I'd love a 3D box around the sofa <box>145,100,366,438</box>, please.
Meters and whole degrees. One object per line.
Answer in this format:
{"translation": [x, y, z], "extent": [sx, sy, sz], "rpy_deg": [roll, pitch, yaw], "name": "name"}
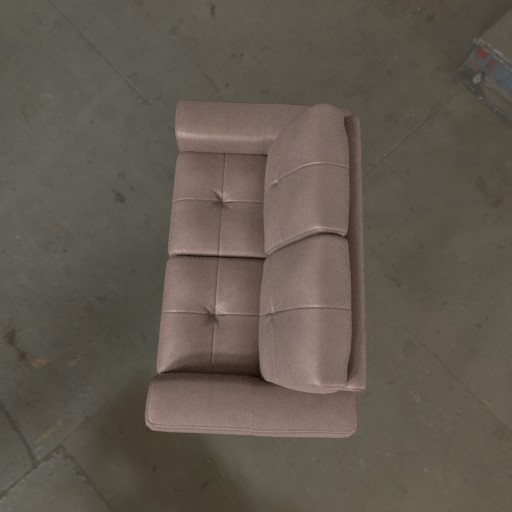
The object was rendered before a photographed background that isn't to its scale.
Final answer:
{"translation": [0.000, 0.000, 2.389], "extent": [1.018, 0.907, 1.806], "rpy_deg": [2, 75, 1], "name": "sofa"}
